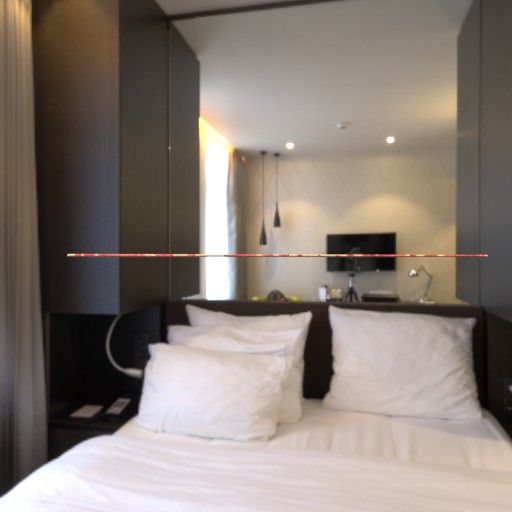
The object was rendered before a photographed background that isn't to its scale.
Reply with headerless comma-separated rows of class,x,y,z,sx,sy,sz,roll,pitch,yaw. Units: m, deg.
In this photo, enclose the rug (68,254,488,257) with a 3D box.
rug,0.000,0.000,4.169,3.095,0.016,2.441,0,0,-18
